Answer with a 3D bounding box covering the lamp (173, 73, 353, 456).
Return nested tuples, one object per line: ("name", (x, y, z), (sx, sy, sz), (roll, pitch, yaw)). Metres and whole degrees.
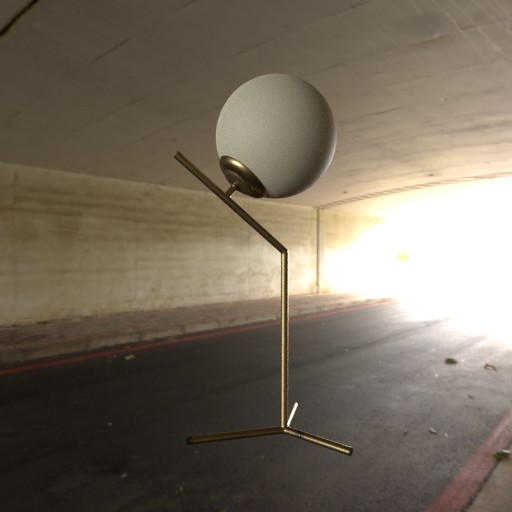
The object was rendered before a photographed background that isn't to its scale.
("lamp", (0.000, 0.000, 0.678), (0.251, 0.552, 0.210), (0, 0, -17))
